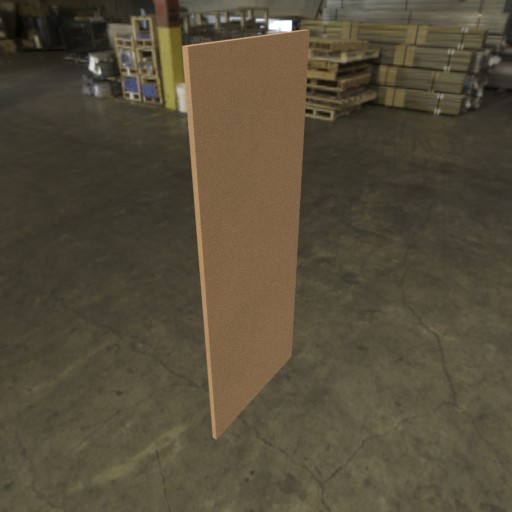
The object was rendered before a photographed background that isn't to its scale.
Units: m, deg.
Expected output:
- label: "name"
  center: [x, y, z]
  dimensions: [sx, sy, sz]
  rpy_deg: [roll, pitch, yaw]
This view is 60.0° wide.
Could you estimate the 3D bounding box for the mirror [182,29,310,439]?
- label: "mirror"
  center: [0.000, 0.000, 2.282]
  dimensions: [0.026, 2.031, 0.812]
  rpy_deg: [20, 37, 30]
